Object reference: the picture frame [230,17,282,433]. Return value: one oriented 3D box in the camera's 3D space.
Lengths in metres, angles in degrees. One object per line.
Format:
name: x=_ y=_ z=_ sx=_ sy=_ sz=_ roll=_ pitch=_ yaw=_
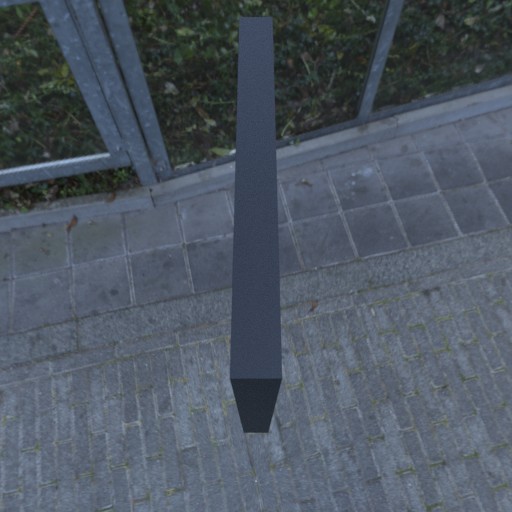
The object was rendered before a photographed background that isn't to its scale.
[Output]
picture frame: x=0.000 y=0.000 z=0.465 sx=0.030 sy=0.317 sz=0.317 roll=0 pitch=63 yaw=0
